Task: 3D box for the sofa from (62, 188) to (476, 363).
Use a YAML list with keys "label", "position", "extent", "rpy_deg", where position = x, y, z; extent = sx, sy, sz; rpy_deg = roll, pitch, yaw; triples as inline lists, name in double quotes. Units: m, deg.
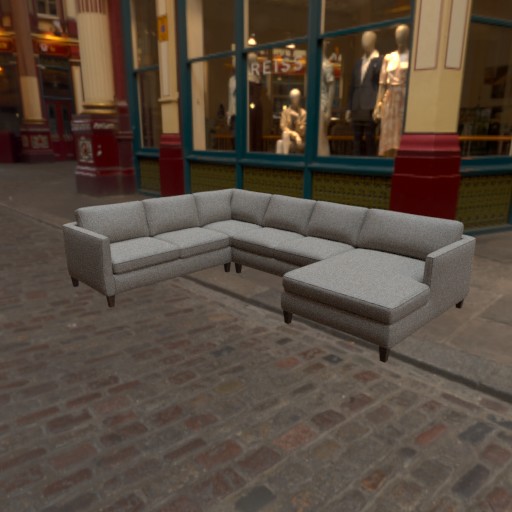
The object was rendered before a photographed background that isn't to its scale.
- label: "sofa"
  position: [0.000, 0.000, 4.508]
  extent: [3.403, 0.889, 2.551]
  rpy_deg: [16, 23, 43]
